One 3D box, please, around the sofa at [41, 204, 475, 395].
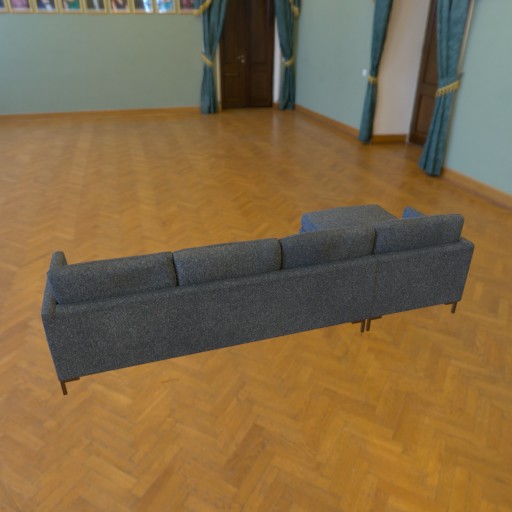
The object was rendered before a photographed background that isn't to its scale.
[{"bbox_3d":[0.000,0.000,3.434,2.932,0.810,1.350,-8,29,-16],"label":"sofa"}]
